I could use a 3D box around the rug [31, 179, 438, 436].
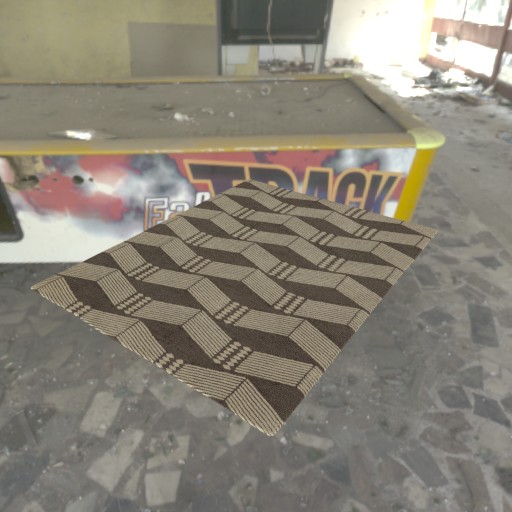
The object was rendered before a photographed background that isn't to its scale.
[{"bbox_3d":[0.000,0.000,4.120,2.438,0.016,3.048,21,37,30],"label":"rug"}]
